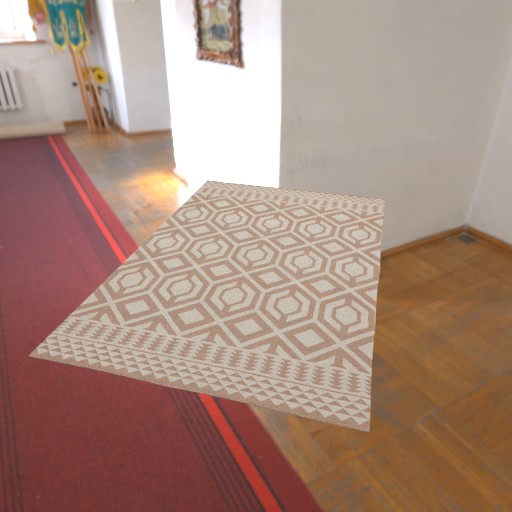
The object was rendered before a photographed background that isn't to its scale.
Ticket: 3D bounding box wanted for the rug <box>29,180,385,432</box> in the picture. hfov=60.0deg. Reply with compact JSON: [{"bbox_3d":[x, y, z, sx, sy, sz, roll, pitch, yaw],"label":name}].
[{"bbox_3d":[0.000,0.000,2.239,1.219,0.008,1.829,8,32,13],"label":"rug"}]
